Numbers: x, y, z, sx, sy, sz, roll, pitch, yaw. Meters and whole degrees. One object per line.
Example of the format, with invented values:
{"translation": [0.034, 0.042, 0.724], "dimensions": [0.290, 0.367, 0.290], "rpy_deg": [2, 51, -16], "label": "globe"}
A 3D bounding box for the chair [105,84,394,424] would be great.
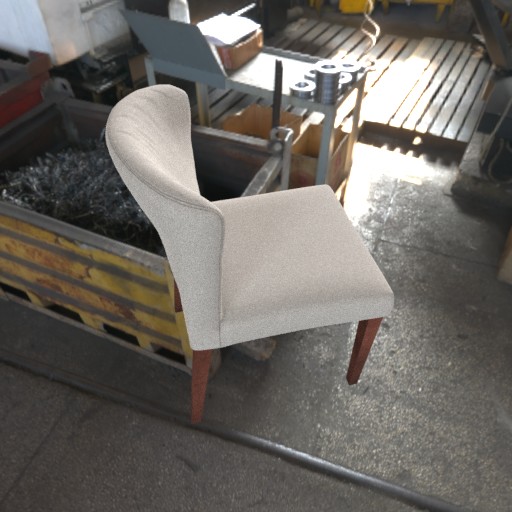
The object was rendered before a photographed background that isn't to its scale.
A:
{"translation": [0.000, 0.000, 1.182], "dimensions": [0.592, 0.839, 0.491], "rpy_deg": [-10, 46, -10], "label": "chair"}
